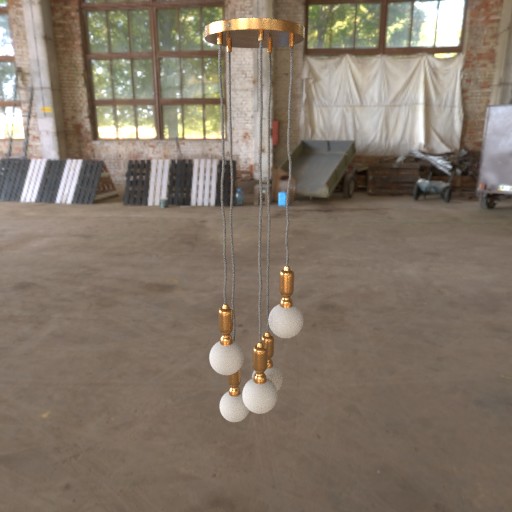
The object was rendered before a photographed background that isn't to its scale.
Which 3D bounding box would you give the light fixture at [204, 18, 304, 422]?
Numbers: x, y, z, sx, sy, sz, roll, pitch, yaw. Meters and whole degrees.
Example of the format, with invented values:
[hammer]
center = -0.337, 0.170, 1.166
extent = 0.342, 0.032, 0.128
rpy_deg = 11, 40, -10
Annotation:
[light fixture]
center = 0.000, 0.000, 0.494
extent = 0.108, 0.457, 0.105
rpy_deg = 8, 18, 25
